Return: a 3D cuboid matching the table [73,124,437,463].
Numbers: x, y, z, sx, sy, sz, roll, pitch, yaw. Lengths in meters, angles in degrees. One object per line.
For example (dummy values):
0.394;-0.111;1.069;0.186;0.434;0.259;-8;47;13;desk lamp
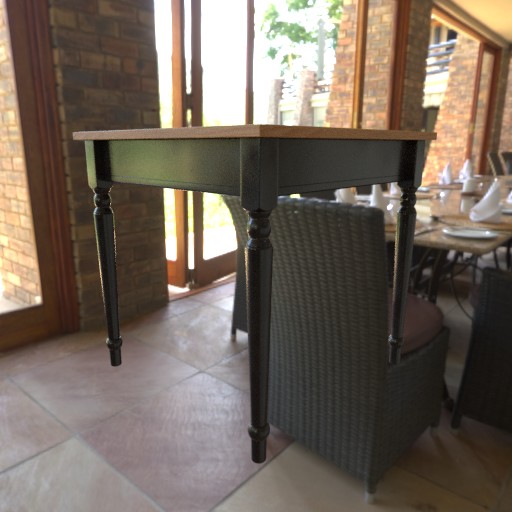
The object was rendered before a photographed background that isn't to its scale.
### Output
0.000;0.000;1.372;0.747;0.738;0.747;13;19;43;table
